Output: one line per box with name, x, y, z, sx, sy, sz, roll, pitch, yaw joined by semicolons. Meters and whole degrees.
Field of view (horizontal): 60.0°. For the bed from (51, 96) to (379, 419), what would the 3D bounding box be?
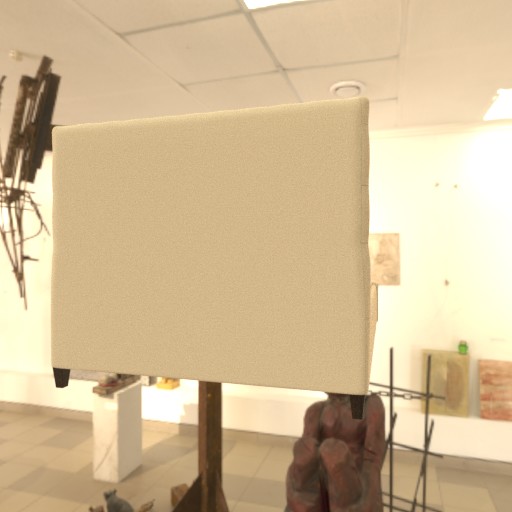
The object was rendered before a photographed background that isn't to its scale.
bed;0.000;0.000;3.225;1.696;1.426;2.233;0;0;17
